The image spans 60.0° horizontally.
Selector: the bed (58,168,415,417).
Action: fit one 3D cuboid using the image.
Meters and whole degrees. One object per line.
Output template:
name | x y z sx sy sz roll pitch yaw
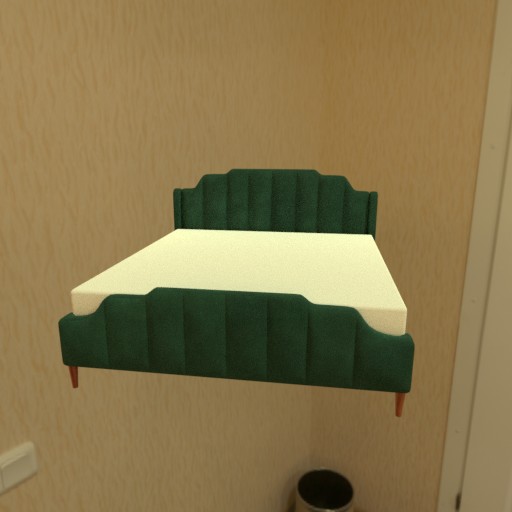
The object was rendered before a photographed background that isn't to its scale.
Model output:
bed | 0.000 0.000 3.552 2.074 1.245 2.340 2 15 9
